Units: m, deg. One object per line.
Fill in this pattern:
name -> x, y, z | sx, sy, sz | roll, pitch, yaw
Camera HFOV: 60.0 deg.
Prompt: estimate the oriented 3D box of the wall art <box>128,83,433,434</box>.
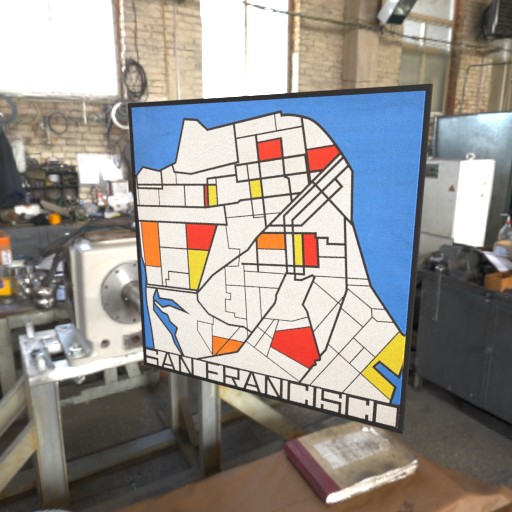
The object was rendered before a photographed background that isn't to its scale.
wall art -> 0.000, 0.000, 0.965 | 0.664, 0.663, 0.015 | 7, 15, 26
